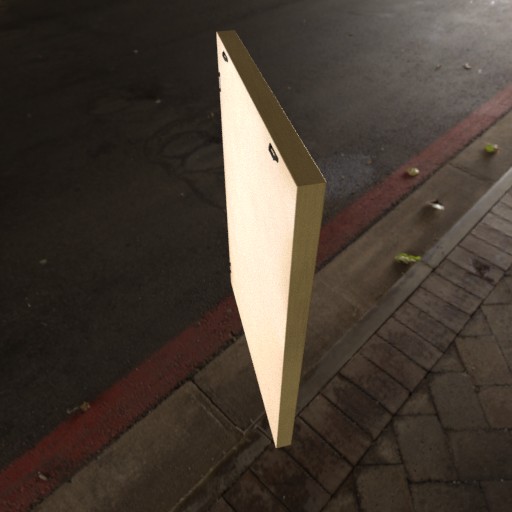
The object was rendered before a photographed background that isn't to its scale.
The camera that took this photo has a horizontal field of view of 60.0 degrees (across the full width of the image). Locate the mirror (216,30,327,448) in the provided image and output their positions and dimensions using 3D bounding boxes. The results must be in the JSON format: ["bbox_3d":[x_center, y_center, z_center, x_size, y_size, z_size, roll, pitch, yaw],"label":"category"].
[{"bbox_3d":[0.000,0.000,0.913,0.040,0.710,0.507,-10,46,-10],"label":"mirror"}]
